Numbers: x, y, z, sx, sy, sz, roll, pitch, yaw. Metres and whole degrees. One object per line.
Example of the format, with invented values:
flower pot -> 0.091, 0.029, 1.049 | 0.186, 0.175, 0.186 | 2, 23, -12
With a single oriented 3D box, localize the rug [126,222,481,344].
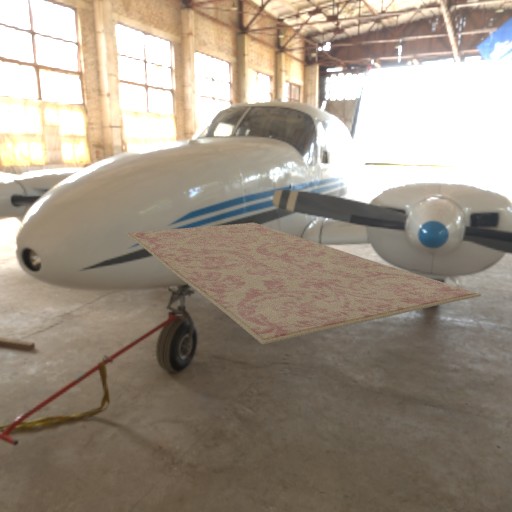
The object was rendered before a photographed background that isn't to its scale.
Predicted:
rug -> 0.000, 0.000, 1.469 | 0.604, 0.007, 1.219 | -7, 15, -26
